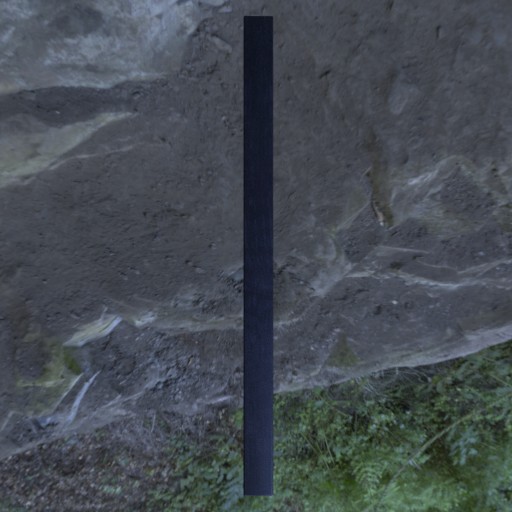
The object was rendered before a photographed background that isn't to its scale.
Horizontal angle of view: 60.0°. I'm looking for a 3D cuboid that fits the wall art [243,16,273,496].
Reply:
[{"bbox_3d":[0.000,0.000,0.764,0.038,0.409,0.610,0,90,-1],"label":"wall art"}]
